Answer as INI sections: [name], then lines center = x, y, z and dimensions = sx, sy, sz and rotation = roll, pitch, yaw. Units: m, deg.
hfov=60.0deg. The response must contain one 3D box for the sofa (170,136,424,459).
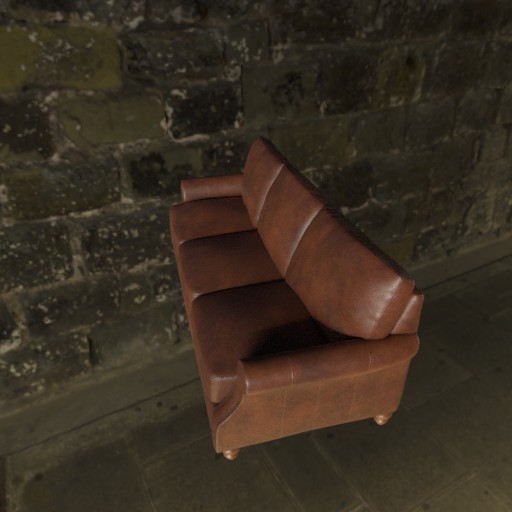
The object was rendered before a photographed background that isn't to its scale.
[sofa]
center = 0.000, 0.000, 2.864
dimensions = 0.973, 0.977, 2.351
rotation = -7, 31, -13
